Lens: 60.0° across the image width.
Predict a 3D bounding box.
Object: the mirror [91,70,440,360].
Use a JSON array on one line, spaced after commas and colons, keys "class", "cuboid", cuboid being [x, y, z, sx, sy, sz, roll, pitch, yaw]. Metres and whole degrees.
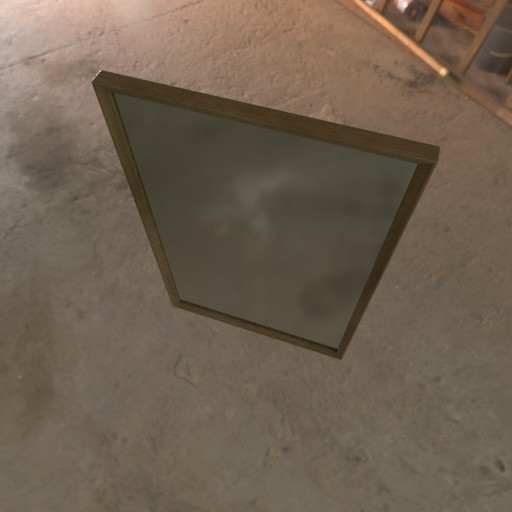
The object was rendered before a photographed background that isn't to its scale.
[{"class": "mirror", "cuboid": [0.000, 0.000, 1.136, 0.609, 0.915, 0.041, 16, 59, 10]}]
